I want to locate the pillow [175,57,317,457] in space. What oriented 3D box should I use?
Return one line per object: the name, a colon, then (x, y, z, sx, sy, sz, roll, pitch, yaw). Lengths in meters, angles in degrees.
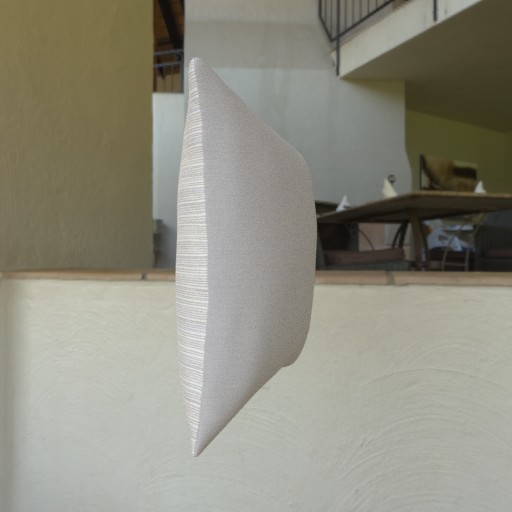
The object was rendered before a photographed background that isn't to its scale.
pillow: (0.000, 0.000, 0.788, 0.204, 0.497, 0.512, 0, 0, 19)
